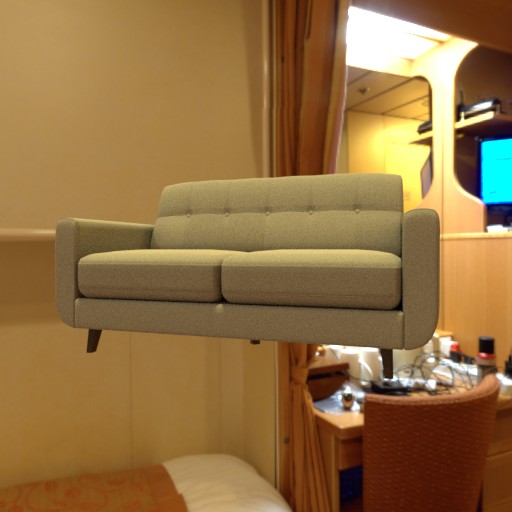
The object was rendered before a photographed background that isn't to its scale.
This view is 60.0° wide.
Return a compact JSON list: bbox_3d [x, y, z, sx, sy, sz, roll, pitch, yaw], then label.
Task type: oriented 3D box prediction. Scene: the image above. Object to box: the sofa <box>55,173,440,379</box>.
[{"bbox_3d":[0.000,0.000,2.241,1.655,0.892,0.980,0,1,18],"label":"sofa"}]
